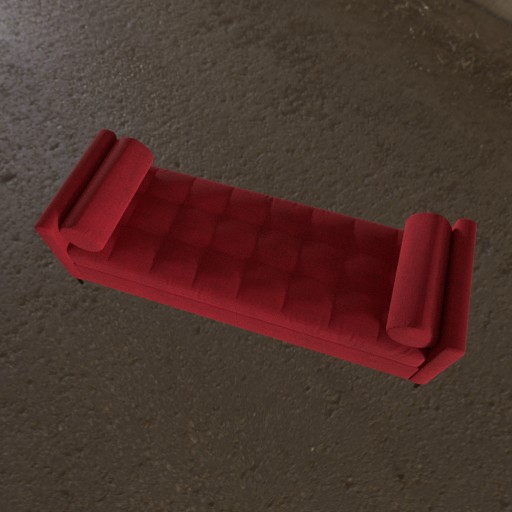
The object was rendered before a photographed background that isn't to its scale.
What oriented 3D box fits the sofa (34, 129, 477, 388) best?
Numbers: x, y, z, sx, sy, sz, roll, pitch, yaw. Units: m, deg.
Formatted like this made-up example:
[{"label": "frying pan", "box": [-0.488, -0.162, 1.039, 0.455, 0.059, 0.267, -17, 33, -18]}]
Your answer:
[{"label": "sofa", "box": [0.000, 0.000, 2.339, 1.981, 0.635, 0.686, 16, 61, 9]}]
